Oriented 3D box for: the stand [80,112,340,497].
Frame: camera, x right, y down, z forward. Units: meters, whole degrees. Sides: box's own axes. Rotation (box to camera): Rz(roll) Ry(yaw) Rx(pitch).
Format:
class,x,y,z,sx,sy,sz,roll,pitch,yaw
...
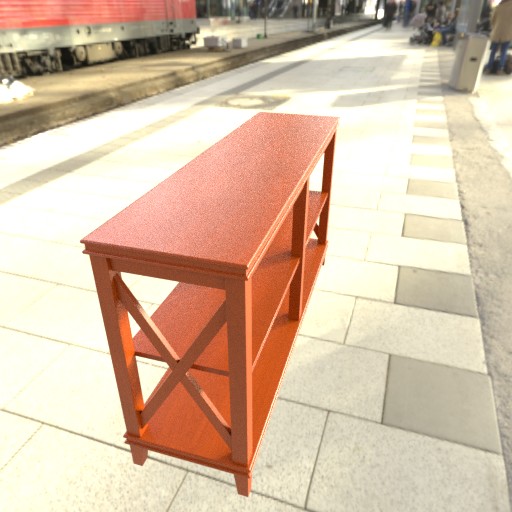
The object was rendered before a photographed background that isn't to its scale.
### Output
class,x,y,z,sx,sy,sz,roll,pitch,yaw
stand,0.000,0.000,1.664,0.381,0.762,1.372,8,31,15
